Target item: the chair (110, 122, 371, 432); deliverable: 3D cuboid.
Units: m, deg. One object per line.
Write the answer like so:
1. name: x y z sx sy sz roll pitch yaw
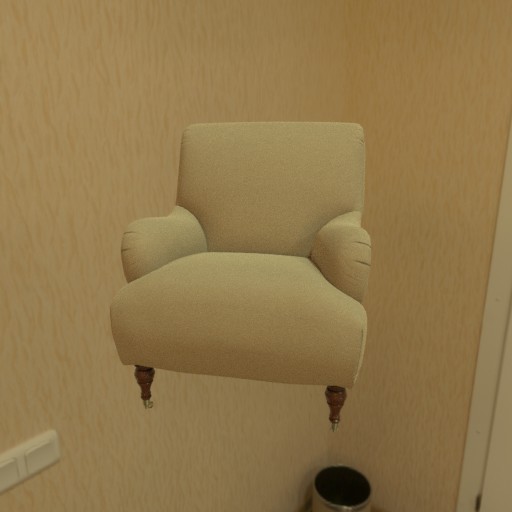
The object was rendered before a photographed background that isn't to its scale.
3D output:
1. chair: 0.000 0.000 1.589 0.766 0.942 0.842 3 15 11
